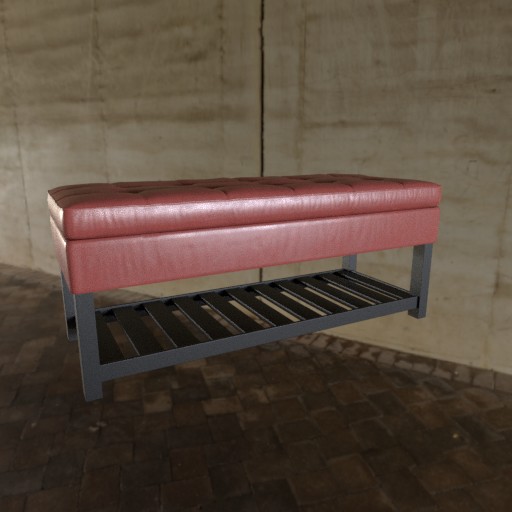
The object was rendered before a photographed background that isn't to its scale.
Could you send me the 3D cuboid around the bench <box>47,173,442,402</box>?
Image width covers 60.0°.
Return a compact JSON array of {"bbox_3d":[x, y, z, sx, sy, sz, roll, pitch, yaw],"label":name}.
[{"bbox_3d":[0.000,0.000,1.356,1.105,0.460,0.432,-7,16,-27],"label":"bench"}]
